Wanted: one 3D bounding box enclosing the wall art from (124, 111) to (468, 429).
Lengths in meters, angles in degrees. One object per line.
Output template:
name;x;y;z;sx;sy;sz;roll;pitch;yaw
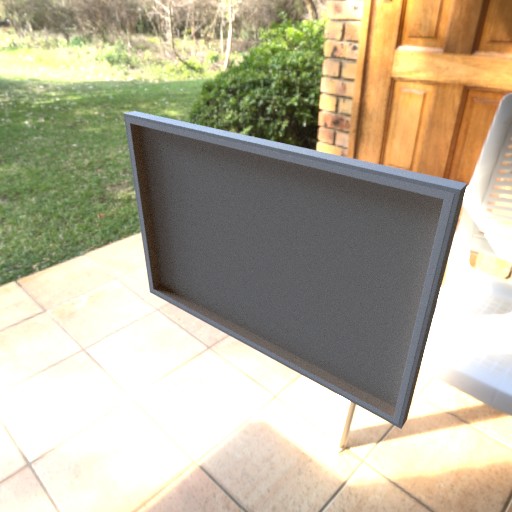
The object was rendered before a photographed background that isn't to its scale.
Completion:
wall art;0.000;0.000;1.163;0.915;0.610;0.038;22;37;32
